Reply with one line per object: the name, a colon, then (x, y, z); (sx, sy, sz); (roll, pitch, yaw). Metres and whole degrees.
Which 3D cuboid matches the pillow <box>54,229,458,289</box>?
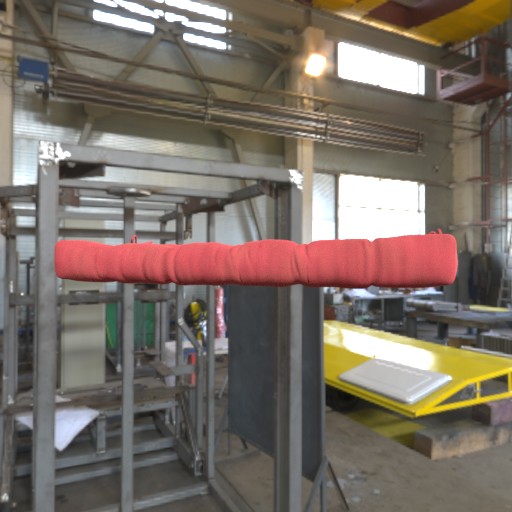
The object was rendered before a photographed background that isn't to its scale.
pillow: (0.000, 0.000, 1.393); (1.194, 0.174, 0.511); (0, 0, 18)
